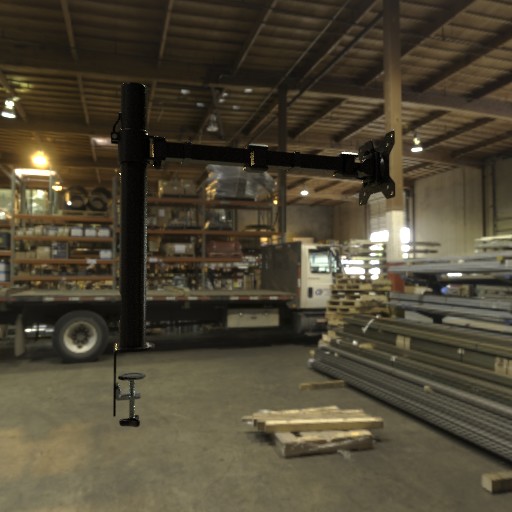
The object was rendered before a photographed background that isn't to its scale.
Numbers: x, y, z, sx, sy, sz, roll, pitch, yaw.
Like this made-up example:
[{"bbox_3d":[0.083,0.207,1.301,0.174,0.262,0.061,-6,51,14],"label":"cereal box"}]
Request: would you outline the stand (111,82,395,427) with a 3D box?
[{"bbox_3d":[0.000,0.000,0.727,0.456,0.510,0.115,1,-2,-18],"label":"stand"}]
